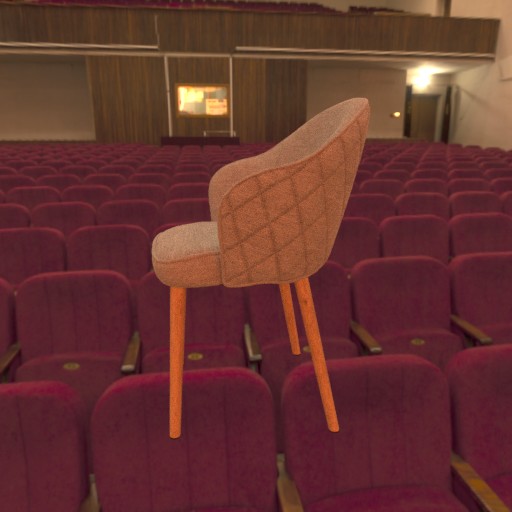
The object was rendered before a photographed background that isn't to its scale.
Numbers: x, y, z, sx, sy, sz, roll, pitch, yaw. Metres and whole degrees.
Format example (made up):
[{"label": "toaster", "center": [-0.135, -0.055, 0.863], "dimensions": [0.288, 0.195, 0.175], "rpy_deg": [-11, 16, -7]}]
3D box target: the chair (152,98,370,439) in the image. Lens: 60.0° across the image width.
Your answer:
[{"label": "chair", "center": [0.000, 0.000, 1.181], "dimensions": [0.530, 0.800, 0.540], "rpy_deg": [-2, 14, -8]}]
